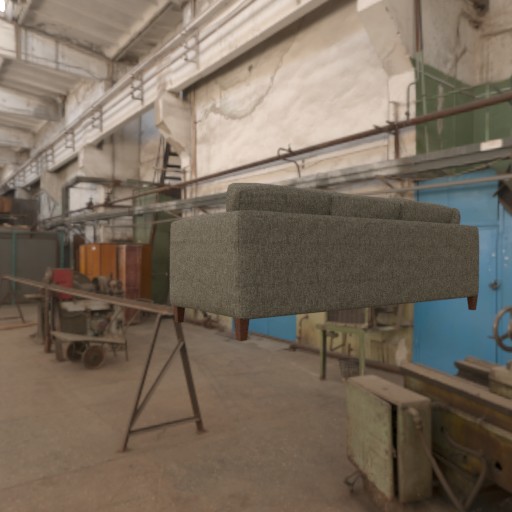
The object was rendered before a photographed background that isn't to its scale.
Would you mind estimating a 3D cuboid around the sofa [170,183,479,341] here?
[{"bbox_3d":[0.000,0.000,4.522,2.593,0.947,3.302,0,0,-35],"label":"sofa"}]
